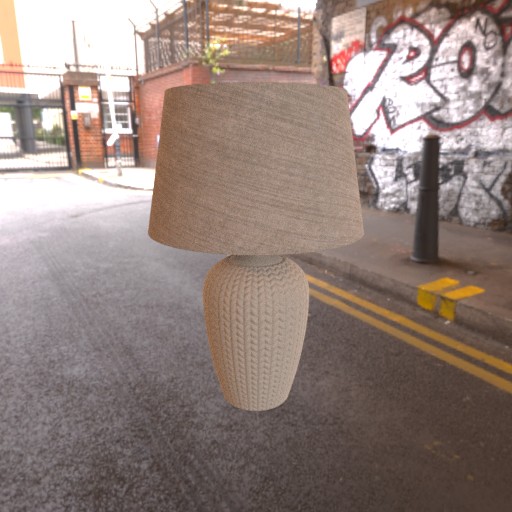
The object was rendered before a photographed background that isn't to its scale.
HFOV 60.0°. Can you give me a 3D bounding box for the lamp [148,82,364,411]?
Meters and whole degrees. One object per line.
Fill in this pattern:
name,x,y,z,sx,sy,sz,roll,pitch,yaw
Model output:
lamp,0.000,0.000,0.835,0.390,0.580,0.390,0,15,0
